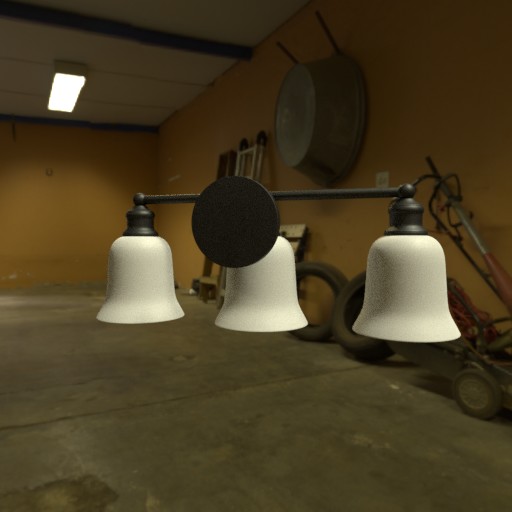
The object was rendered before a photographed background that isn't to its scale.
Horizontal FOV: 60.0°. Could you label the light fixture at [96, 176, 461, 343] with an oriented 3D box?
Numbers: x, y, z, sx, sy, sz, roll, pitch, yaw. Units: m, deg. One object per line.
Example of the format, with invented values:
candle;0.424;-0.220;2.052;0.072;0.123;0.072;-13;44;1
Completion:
light fixture;0.000;0.000;0.663;0.570;0.211;0.198;1;2;17
